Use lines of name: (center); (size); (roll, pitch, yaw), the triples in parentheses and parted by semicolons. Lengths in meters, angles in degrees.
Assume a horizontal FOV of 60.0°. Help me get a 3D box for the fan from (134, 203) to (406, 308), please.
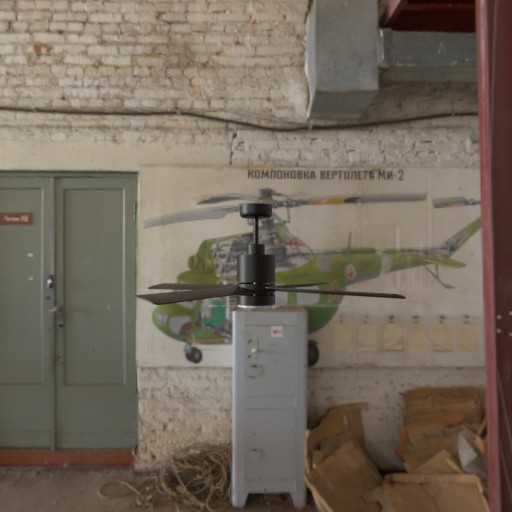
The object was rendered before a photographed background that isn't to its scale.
fan: (0.000, 0.000, 2.336); (1.525, 0.534, 1.525); (-1, -1, 35)
